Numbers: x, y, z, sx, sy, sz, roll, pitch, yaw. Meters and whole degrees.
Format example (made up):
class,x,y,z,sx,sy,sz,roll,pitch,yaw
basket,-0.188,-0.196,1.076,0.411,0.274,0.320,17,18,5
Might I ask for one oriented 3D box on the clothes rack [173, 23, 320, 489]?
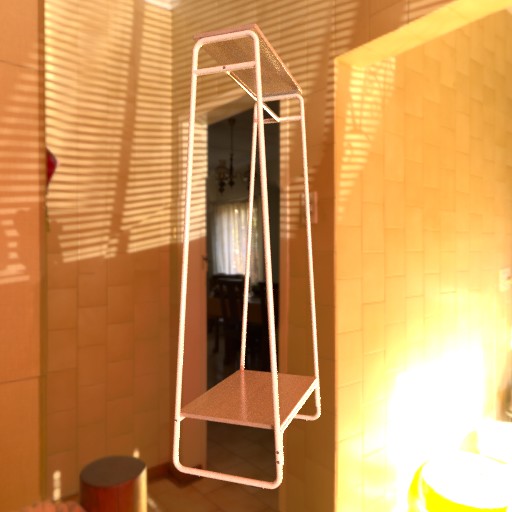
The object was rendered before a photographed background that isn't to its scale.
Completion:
class,x,y,z,sx,sy,sz,roll,pitch,yaw
clothes rack,0.000,0.000,1.779,0.400,1.512,0.640,0,1,20
